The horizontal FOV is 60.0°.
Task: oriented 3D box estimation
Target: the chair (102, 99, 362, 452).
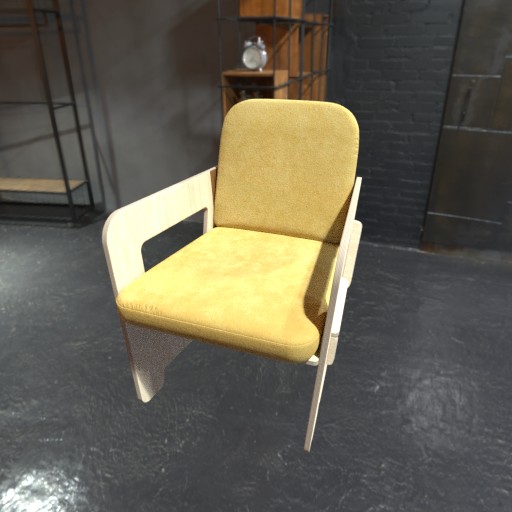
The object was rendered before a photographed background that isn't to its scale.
[{"bbox_3d":[0.000,0.000,1.297,0.590,0.800,0.710,9,27,19],"label":"chair"}]
